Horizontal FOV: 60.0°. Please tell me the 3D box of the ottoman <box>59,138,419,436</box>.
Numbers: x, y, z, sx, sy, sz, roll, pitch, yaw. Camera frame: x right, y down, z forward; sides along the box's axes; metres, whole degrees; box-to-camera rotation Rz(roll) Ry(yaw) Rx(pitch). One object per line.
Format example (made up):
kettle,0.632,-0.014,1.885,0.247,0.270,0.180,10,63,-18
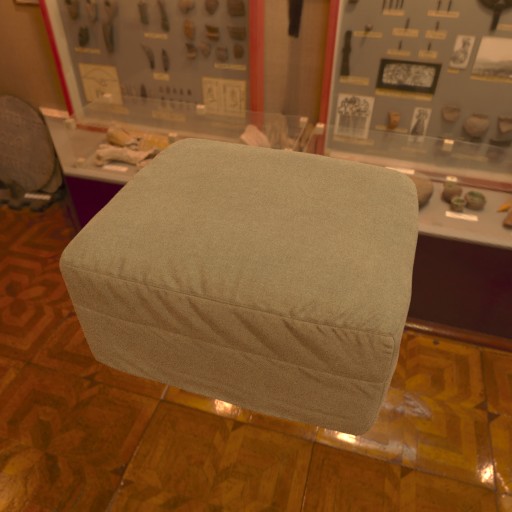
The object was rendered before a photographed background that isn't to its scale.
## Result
ottoman,0.000,0.000,1.271,0.837,0.481,0.683,12,42,14
